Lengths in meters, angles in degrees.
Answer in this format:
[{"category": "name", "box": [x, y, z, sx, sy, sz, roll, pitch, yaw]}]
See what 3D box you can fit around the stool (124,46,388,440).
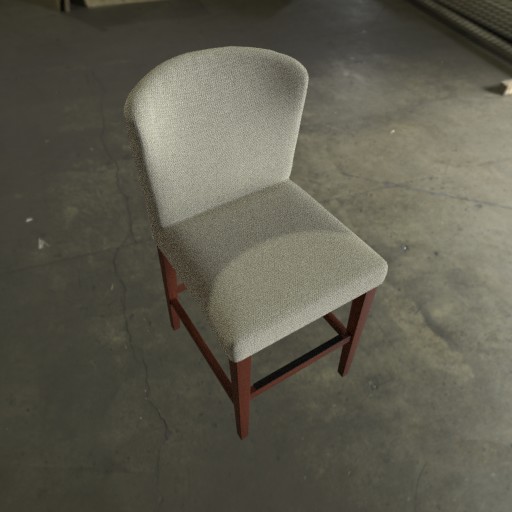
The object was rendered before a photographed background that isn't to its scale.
[{"category": "stool", "box": [0.000, 0.000, 1.268, 0.481, 0.969, 0.568, -24, 51, -22]}]
